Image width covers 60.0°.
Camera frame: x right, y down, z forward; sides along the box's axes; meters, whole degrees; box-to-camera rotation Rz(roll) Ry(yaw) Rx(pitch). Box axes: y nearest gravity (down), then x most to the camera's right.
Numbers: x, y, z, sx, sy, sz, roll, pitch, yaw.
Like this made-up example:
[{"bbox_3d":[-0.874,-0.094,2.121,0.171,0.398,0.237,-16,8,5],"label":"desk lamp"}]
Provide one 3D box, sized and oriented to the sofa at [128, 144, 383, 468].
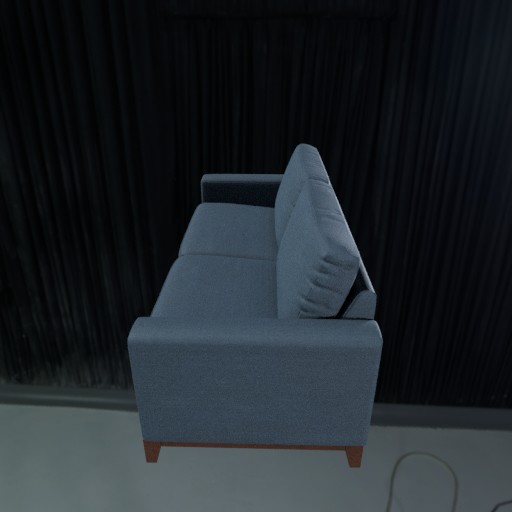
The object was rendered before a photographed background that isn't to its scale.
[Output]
[{"bbox_3d":[0.000,0.000,2.358,0.877,0.865,1.900,1,27,1],"label":"sofa"}]
